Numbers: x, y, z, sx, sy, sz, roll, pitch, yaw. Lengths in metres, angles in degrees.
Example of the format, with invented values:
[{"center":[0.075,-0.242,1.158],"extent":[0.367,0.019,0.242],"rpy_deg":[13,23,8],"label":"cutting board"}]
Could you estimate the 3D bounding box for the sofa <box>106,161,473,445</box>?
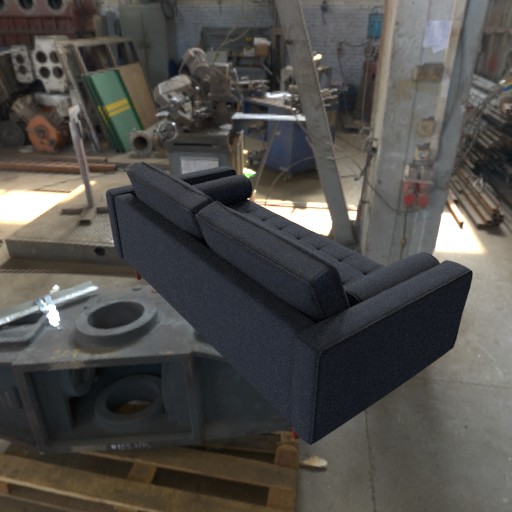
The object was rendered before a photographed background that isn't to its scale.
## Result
[{"center":[0.000,0.000,2.352],"extent":[0.914,0.762,1.880],"rpy_deg":[-19,33,-32],"label":"sofa"}]
